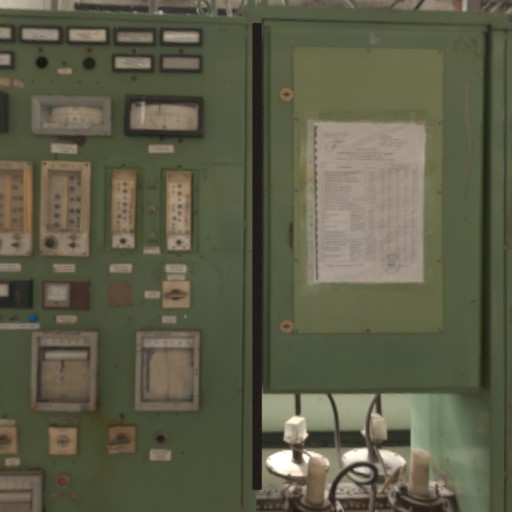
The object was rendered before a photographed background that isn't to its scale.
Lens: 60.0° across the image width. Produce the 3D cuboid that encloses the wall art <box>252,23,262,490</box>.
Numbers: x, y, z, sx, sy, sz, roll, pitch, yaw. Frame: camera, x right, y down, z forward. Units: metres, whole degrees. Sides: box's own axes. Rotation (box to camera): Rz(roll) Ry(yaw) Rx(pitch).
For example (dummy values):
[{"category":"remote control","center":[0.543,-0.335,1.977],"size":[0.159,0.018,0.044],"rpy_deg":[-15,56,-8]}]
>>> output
[{"category":"wall art","center":[0.000,0.000,0.688],"size":[0.012,0.529,0.374],"rpy_deg":[0,1,-1]}]
